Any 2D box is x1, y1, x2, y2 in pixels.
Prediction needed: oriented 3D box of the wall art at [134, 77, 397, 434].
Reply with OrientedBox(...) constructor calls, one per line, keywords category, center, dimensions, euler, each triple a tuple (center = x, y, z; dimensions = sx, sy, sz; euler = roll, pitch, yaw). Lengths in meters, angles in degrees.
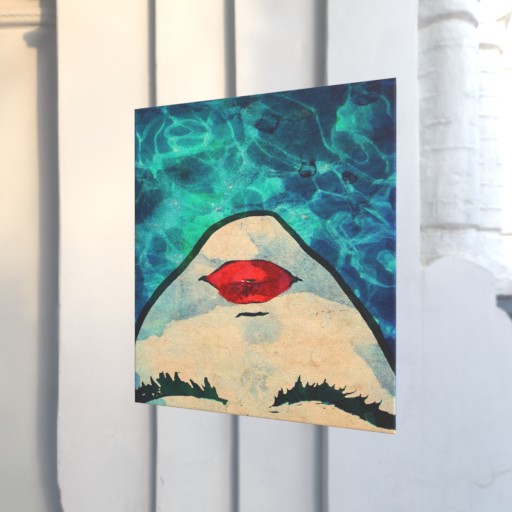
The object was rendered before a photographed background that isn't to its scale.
OrientedBox(category="wall art", center=(0.000, 0.000, 0.716), dimensions=(0.432, 0.508, 0.038), euler=(0, 0, 19))
